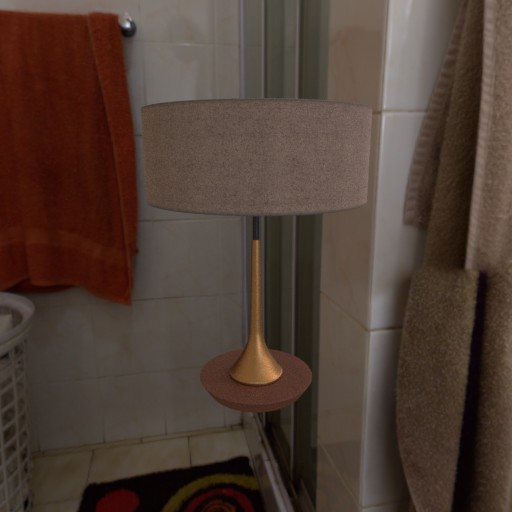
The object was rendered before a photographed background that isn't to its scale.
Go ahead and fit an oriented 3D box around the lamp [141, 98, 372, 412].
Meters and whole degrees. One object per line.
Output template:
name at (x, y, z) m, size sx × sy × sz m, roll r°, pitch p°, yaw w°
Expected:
lamp at (0.000, 0.000, 0.848) m, size 0.396 × 0.551 × 0.417 m, roll -2°, pitch 14°, yaw -10°
